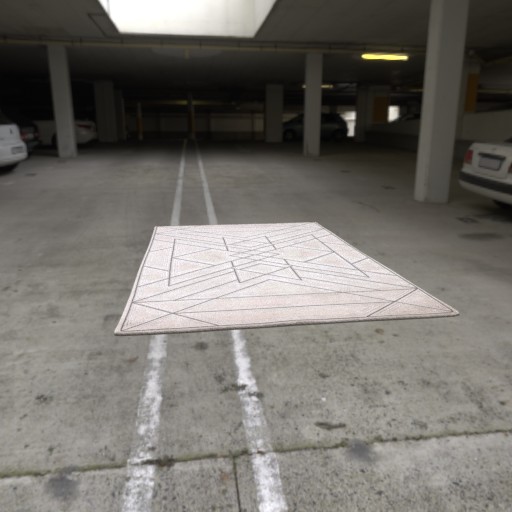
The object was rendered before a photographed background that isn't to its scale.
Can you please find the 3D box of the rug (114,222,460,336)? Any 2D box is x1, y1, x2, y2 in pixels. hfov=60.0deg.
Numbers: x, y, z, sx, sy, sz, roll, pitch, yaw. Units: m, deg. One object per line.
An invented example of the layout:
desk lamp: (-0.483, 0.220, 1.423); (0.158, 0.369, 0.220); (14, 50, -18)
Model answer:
rug: (0.000, 0.000, 3.128); (1.575, 0.023, 2.459); (-2, 15, -8)
